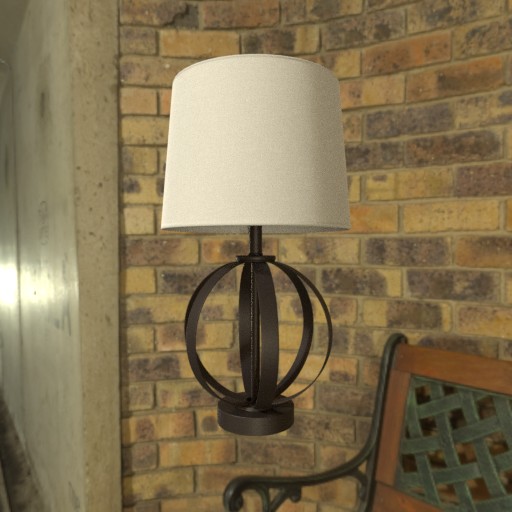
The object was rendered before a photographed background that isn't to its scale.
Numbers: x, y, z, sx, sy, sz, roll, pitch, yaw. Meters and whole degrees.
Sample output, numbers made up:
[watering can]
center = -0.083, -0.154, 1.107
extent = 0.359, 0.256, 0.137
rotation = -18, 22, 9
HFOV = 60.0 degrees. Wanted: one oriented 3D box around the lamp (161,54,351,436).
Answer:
[lamp]
center = 0.000, 0.000, 0.684
extent = 0.286, 0.510, 0.286
rotation = 0, 1, 0
